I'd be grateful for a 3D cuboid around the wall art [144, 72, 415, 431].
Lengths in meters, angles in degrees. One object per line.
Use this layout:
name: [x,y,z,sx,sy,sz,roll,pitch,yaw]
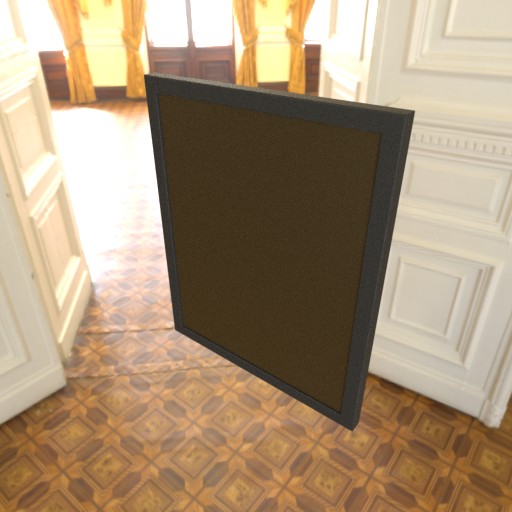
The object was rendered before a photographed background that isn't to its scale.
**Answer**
wall art: [0.000,0.000,0.779,0.457,0.558,0.028,22,37,31]
